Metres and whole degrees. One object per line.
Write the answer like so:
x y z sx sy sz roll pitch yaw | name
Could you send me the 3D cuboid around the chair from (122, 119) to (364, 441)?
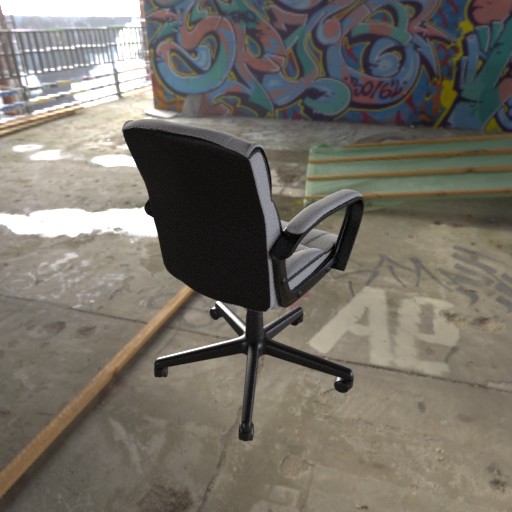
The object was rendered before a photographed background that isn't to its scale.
0.000 0.000 1.533 0.739 1.004 0.717 19 34 32 | chair
